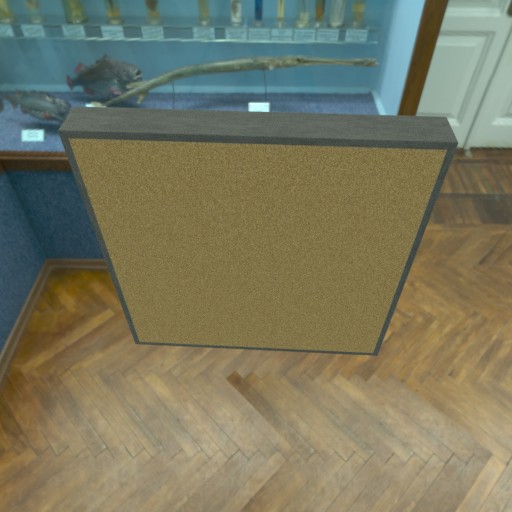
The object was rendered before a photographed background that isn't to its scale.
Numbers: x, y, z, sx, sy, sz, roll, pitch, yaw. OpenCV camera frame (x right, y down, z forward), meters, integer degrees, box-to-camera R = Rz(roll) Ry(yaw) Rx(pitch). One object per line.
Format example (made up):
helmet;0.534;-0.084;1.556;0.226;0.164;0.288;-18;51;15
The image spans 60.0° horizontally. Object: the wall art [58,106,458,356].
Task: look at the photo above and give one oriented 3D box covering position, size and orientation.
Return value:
wall art;0.000;0.000;0.456;0.303;0.302;0.038;2;47;2
